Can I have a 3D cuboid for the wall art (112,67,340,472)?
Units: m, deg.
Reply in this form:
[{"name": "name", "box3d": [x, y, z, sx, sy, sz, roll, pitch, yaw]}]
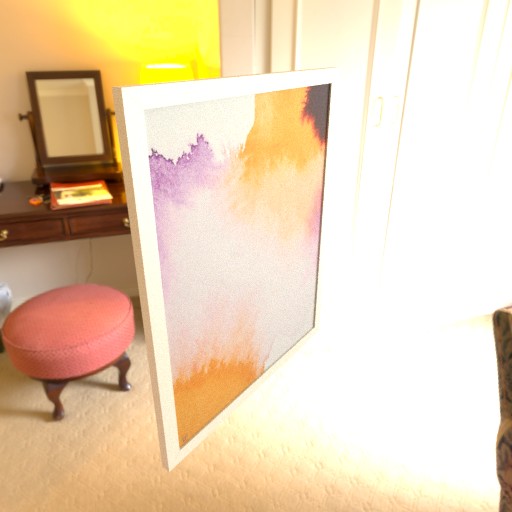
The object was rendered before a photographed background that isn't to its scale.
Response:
[{"name": "wall art", "box3d": [0.000, 0.000, 0.601, 0.013, 0.456, 0.382, 18, 31, 33]}]
